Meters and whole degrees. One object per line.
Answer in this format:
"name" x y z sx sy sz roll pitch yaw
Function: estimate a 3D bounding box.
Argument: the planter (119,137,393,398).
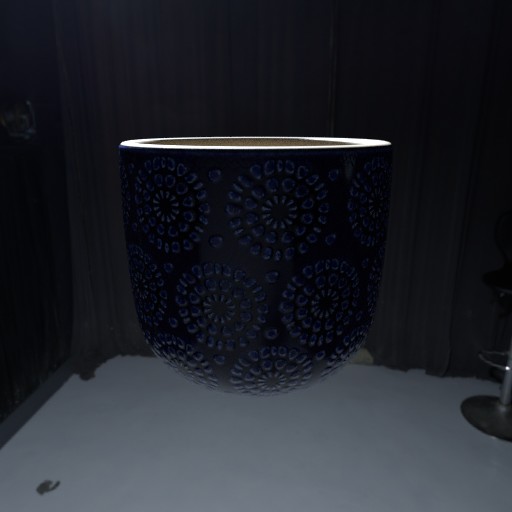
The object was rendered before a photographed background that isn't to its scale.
"planter" 0.000 0.000 0.296 0.165 0.149 0.165 0 17 0
